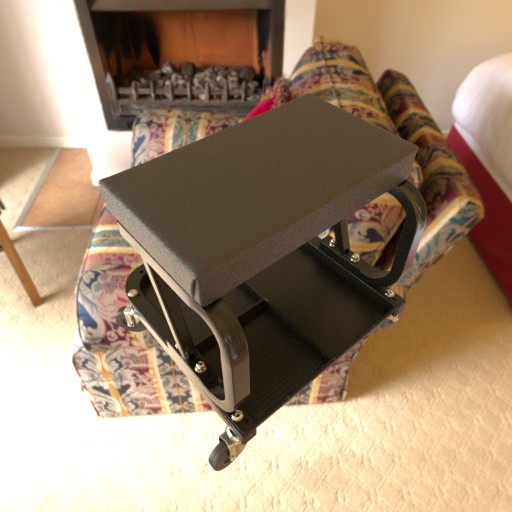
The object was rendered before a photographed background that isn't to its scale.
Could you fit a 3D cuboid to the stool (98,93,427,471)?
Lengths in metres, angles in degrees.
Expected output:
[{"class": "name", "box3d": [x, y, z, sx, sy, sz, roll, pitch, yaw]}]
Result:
[{"class": "stool", "box3d": [0.000, 0.000, 0.714, 0.446, 0.380, 0.371, -31, 53, -27]}]
